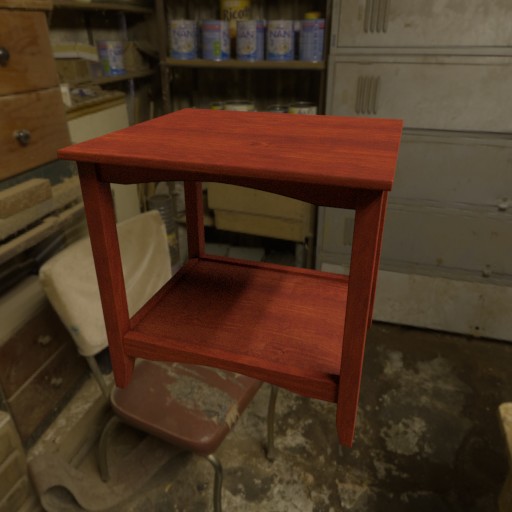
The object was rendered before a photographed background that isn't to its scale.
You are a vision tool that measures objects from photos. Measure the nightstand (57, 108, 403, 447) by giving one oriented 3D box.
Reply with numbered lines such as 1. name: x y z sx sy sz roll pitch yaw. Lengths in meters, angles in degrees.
1. nightstand: 0.000 0.000 1.020 0.558 0.558 0.501 8 28 16
